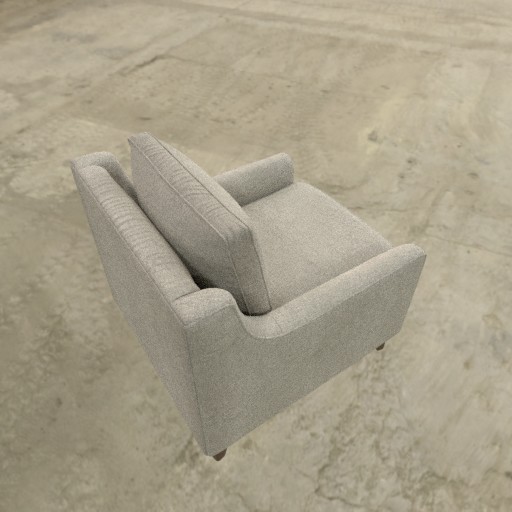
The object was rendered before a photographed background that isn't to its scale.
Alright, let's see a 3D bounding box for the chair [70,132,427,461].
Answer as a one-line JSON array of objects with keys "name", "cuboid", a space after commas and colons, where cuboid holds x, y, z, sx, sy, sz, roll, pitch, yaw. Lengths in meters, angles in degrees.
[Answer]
[{"name": "chair", "cuboid": [0.000, 0.000, 1.599, 0.918, 0.864, 0.838, -25, 48, -24]}]
